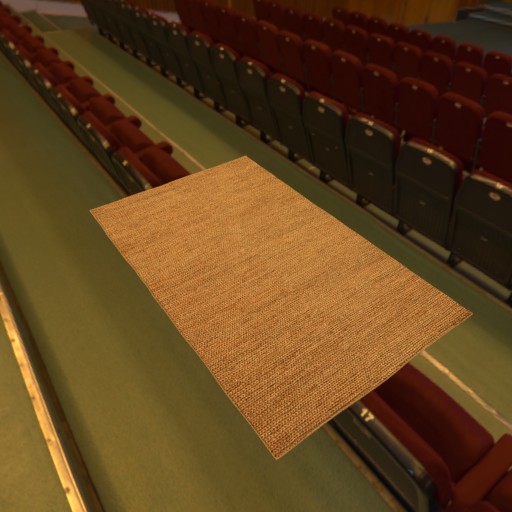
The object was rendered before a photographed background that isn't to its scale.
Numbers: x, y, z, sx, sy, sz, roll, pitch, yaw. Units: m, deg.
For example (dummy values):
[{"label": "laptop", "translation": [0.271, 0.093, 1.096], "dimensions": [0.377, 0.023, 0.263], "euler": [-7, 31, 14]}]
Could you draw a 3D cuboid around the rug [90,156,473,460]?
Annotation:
[{"label": "rug", "translation": [0.000, 0.000, 3.119], "dimensions": [1.521, 0.034, 2.438], "euler": [-25, 47, -26]}]
